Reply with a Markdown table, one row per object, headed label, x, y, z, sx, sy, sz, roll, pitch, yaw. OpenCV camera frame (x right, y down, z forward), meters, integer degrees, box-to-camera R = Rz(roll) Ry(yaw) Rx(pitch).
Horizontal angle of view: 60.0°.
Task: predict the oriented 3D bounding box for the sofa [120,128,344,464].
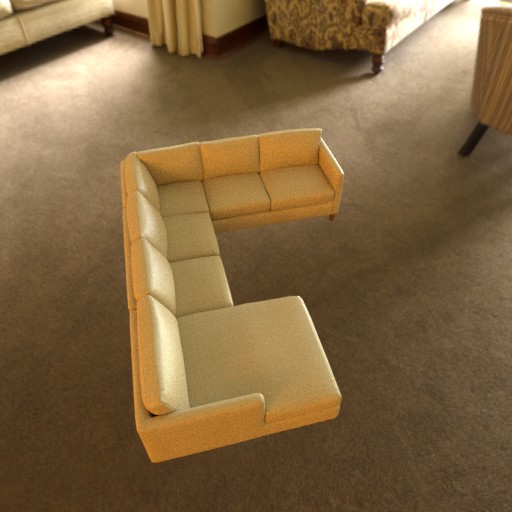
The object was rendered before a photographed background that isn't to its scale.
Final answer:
| label | x | y | z | sx | sy | sz | roll | pitch | yaw |
| --- | --- | --- | --- | --- | --- | --- | --- | --- | --- |
| sofa | 0.000 | 0.000 | 4.630 | 2.594 | 0.961 | 3.460 | -10 | 47 | -10 |
